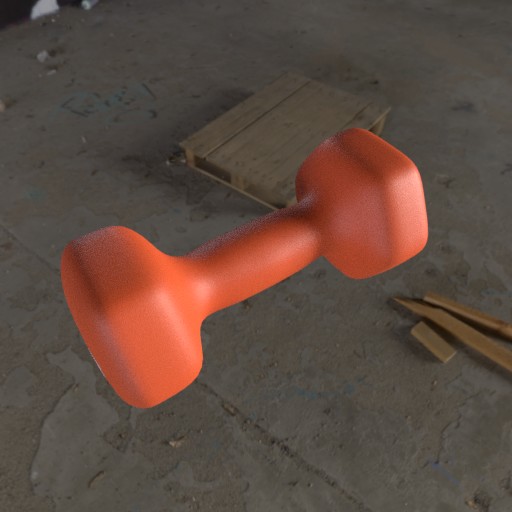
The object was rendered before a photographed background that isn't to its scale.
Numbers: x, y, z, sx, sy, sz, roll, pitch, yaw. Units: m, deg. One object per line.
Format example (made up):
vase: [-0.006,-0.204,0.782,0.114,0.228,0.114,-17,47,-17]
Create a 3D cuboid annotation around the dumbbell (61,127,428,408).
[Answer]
dumbbell: [0.000,0.000,0.205,0.162,0.071,0.079,-26,53,-21]
